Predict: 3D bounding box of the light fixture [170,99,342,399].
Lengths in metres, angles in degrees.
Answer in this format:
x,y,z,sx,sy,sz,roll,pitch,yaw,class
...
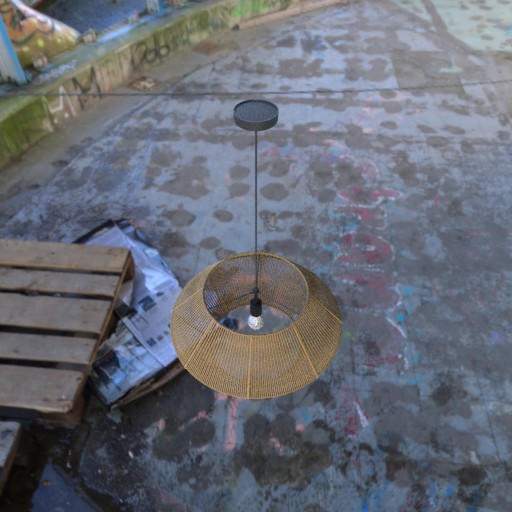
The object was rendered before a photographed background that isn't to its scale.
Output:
x,y,z,sx,sy,sz,roll,pitch,yaw,class
0.000,0.000,1.412,0.643,1.009,0.643,0,47,0,light fixture
